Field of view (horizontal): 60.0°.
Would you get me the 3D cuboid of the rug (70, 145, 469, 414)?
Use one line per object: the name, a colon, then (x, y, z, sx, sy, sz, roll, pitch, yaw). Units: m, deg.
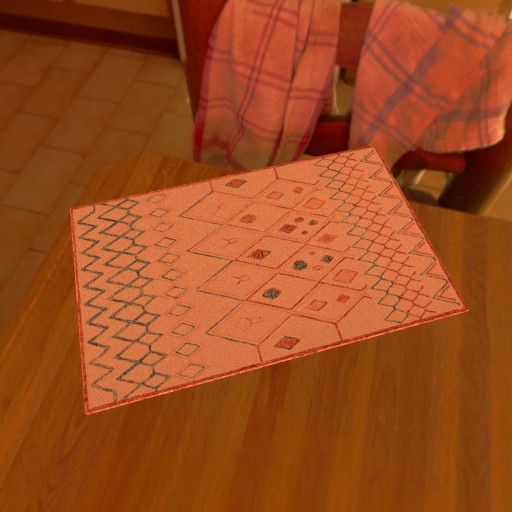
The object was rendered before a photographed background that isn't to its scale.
rug: (0.000, 0.000, 3.075, 2.438, 0.015, 1.524, -13, 60, -8)
